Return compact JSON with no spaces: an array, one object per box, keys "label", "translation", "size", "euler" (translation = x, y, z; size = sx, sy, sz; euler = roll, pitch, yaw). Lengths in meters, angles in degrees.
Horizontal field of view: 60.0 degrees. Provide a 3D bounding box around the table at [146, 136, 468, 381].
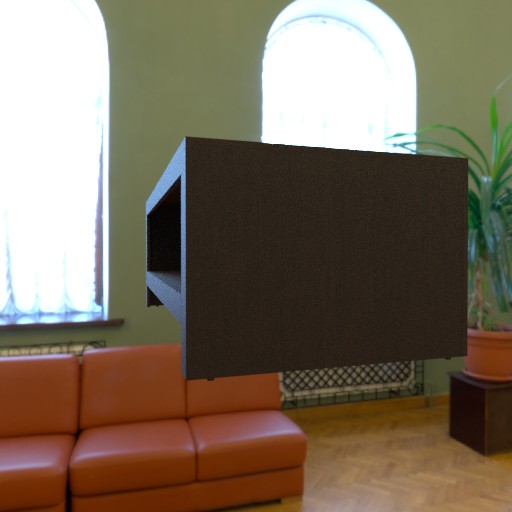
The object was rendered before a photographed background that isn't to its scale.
[{"label":"table","translation":[0.000,0.000,1.374],"size":[0.597,0.424,1.099],"euler":[0,1,-17]}]
